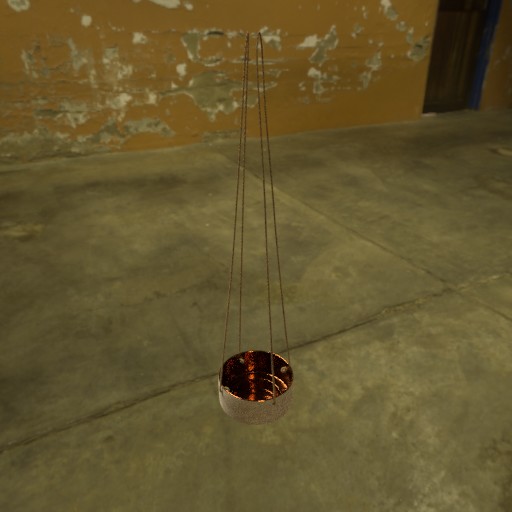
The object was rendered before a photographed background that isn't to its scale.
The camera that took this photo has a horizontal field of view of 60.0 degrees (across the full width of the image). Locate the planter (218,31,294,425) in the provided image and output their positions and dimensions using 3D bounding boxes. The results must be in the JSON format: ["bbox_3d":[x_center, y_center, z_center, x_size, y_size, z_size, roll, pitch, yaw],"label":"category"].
[{"bbox_3d":[0.000,0.000,1.140,0.223,1.030,0.223,8,28,16],"label":"planter"}]
